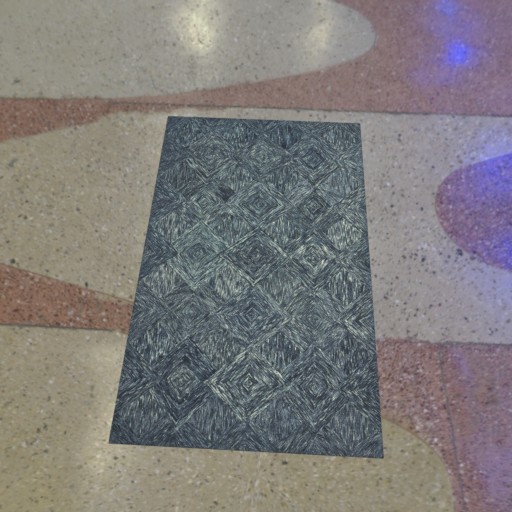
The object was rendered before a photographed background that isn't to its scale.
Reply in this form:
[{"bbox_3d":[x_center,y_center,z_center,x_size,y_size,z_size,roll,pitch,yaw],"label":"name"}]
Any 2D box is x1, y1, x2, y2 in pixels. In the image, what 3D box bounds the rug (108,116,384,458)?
[{"bbox_3d":[0.000,0.000,2.886,1.478,0.017,2.330,3,64,1],"label":"rug"}]
